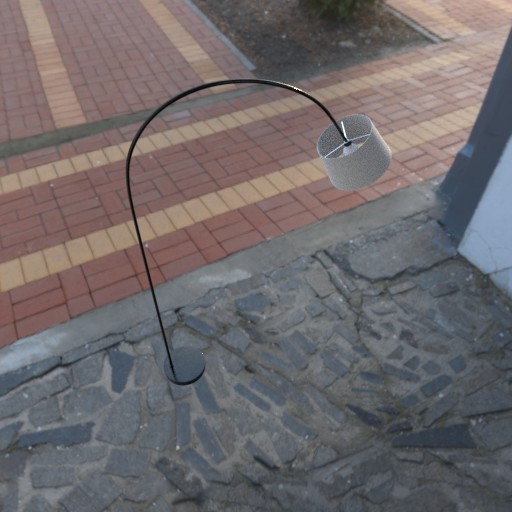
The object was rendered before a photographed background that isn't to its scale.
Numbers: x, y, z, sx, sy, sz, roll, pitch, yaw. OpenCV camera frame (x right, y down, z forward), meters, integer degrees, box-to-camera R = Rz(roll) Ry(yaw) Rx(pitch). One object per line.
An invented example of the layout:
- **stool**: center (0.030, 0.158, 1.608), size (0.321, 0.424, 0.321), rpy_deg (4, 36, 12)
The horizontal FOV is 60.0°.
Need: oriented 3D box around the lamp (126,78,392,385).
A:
- **lamp**: center (0.000, 0.000, 2.579), size (1.363, 2.104, 0.331), rpy_deg (-9, 46, -8)
